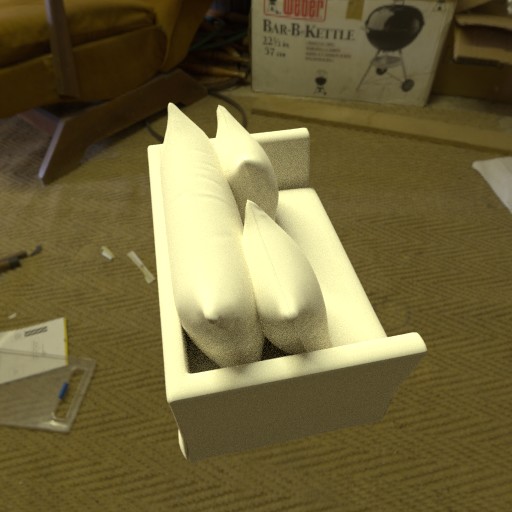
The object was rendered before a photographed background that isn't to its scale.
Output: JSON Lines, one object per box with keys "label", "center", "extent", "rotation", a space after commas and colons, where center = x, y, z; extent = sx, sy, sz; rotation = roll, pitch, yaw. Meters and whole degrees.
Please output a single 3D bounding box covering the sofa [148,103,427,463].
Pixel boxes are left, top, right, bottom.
{"label": "sofa", "center": [0.000, 0.000, 2.260], "extent": [1.026, 1.039, 1.608], "rotation": [-9, 47, -8]}
